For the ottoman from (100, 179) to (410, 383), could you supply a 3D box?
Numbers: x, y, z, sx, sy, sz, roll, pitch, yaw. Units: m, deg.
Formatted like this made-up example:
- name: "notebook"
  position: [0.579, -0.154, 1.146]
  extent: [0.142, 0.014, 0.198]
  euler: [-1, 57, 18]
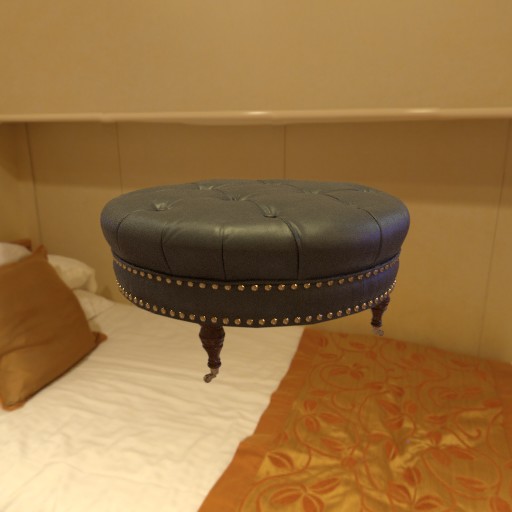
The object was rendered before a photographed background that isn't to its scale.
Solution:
- name: "ottoman"
  position: [0.000, 0.000, 1.392]
  extent: [0.901, 0.439, 0.901]
  euler: [0, 16, 0]
